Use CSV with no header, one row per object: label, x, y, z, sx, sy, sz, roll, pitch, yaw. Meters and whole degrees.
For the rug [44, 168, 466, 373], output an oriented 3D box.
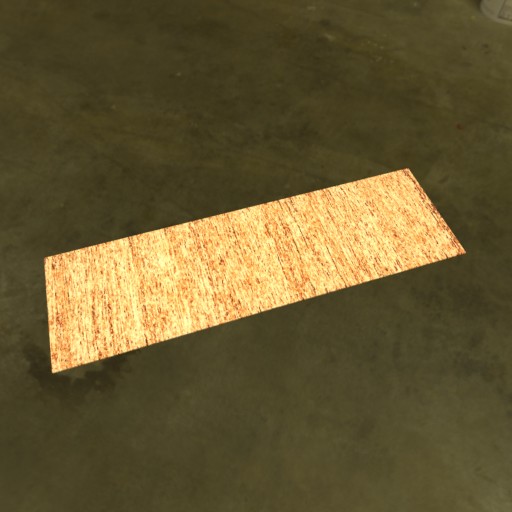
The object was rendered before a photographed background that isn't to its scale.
rug,0.000,0.000,2.453,2.237,0.014,0.680,-15,58,-9
